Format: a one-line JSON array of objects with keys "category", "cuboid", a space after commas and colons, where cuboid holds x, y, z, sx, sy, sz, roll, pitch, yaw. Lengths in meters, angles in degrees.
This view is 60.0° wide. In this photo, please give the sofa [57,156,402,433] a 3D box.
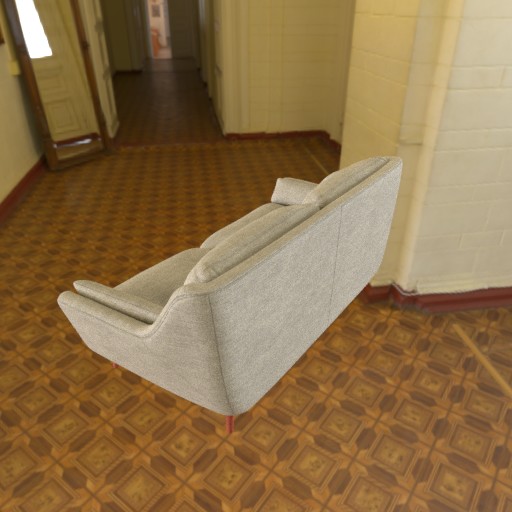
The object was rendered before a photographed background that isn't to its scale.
[{"category": "sofa", "cuboid": [0.000, 0.000, 2.499, 0.976, 0.897, 1.930, 20, 35, 31]}]
